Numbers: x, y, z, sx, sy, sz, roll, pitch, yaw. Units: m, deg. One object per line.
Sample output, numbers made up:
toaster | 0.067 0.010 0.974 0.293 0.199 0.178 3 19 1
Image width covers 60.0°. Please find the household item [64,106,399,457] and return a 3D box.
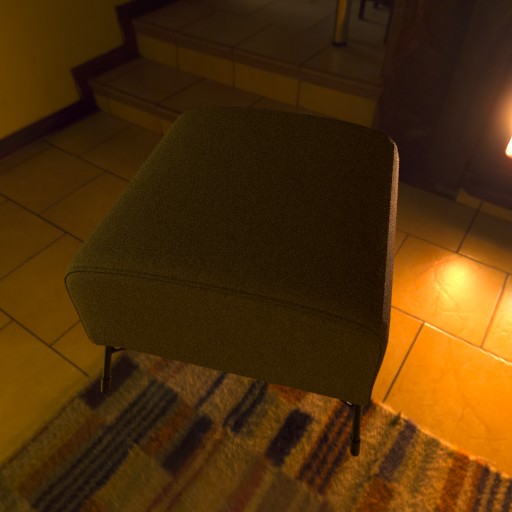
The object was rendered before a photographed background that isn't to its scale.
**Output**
household item | 0.000 0.000 0.897 0.530 0.410 0.530 10 47 10
